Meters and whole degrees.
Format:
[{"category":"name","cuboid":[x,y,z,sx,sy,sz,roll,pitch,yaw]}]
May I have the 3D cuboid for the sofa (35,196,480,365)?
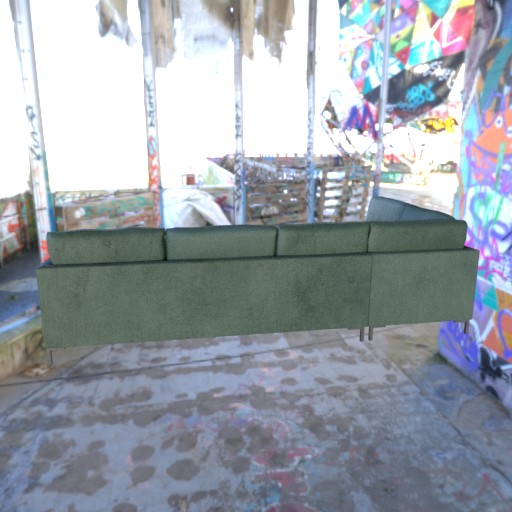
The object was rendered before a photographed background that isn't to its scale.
[{"category":"sofa","cuboid":[0.000,0.000,4.316,3.384,0.996,2.048,-2,14,-9]}]
